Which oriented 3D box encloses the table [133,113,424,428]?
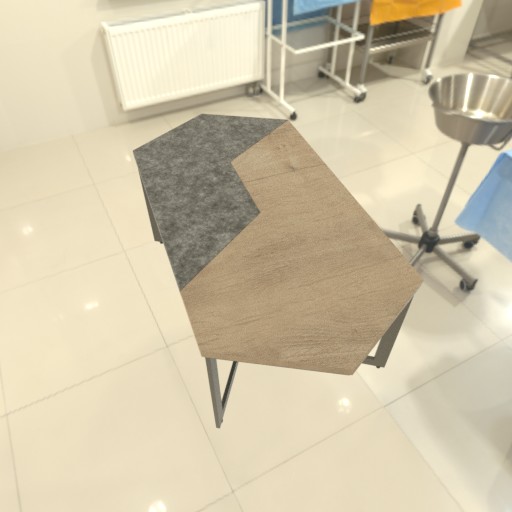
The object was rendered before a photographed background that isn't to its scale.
[{"bbox_3d":[0.000,0.000,1.542,0.609,0.457,1.219,-15,48,-14],"label":"table"}]
